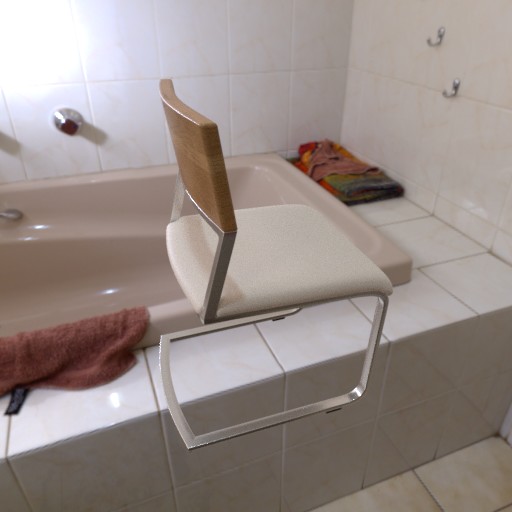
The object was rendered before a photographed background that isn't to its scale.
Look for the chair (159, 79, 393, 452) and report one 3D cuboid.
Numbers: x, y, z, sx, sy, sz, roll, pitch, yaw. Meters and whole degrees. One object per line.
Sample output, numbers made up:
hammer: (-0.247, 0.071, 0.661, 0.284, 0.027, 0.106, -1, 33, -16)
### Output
chair: (0.000, 0.000, 1.193, 0.585, 0.844, 0.467, -10, 32, -16)
